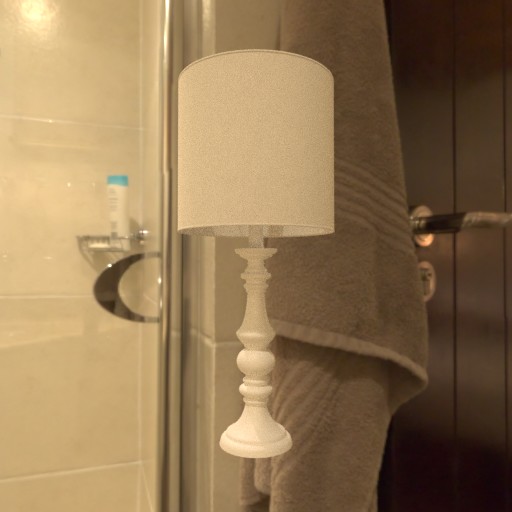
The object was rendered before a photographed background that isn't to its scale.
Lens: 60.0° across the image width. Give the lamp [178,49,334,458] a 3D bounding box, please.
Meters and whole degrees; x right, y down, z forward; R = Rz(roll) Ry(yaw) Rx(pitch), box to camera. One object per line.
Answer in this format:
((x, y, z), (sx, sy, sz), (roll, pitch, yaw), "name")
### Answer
((0.000, 0.000, 0.716), (0.250, 0.597, 0.250), (-1, -2, 34), "lamp")
